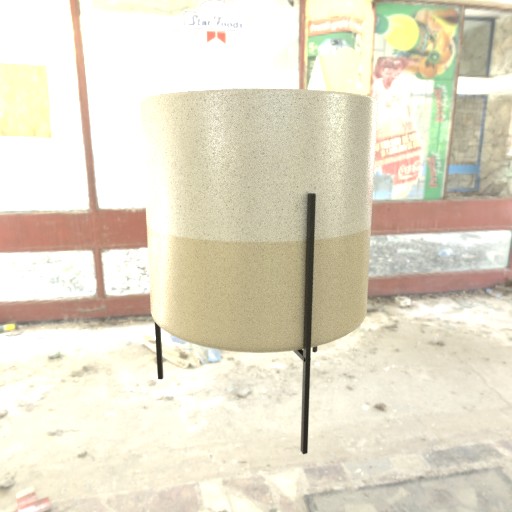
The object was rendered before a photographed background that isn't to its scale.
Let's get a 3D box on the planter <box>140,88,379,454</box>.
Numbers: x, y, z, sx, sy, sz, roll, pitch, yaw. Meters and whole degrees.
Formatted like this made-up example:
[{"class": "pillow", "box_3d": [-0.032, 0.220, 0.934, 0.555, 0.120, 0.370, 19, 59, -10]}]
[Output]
[{"class": "planter", "box_3d": [0.000, 0.000, 0.738, 0.368, 0.484, 0.359, 2, 14, 9]}]
